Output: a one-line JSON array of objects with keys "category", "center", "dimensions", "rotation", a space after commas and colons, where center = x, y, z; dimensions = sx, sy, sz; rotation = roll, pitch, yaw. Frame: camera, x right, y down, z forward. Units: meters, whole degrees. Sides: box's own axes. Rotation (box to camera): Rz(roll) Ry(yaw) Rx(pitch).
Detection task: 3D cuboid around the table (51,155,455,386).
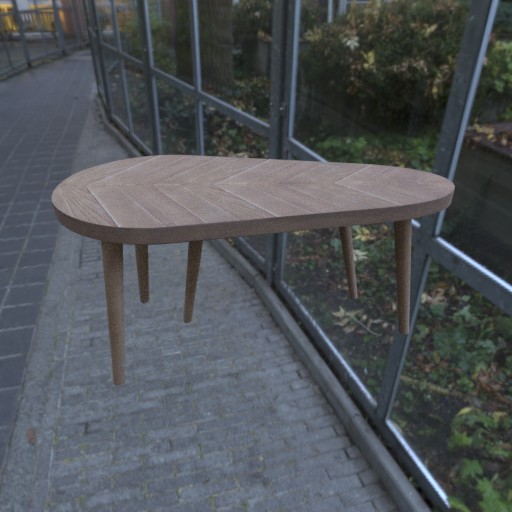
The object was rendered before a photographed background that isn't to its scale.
[{"category": "table", "center": [0.000, 0.000, 1.550], "dimensions": [1.190, 0.595, 0.701], "rotation": [-1, 31, -1]}]
